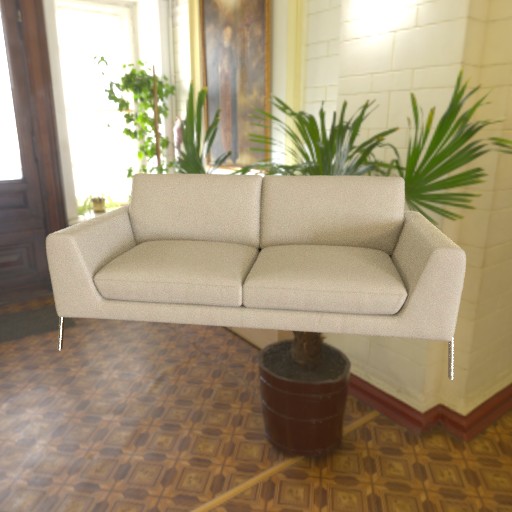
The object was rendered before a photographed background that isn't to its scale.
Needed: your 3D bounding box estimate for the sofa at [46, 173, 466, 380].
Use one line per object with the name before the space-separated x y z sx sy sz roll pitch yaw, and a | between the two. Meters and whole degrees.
sofa | 0.000 0.000 2.550 2.017 0.875 0.953 2 16 8
